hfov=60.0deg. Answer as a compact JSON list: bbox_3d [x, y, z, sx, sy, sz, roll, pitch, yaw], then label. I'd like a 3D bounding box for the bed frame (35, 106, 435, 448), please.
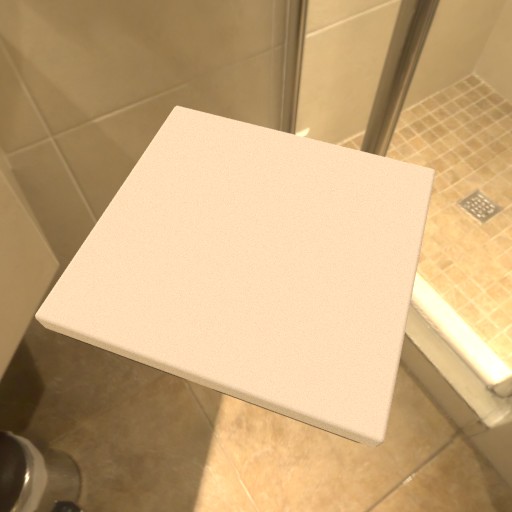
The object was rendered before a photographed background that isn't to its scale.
[{"bbox_3d":[0.000,0.000,3.060,2.033,0.525,1.935,17,60,10],"label":"bed frame"}]
